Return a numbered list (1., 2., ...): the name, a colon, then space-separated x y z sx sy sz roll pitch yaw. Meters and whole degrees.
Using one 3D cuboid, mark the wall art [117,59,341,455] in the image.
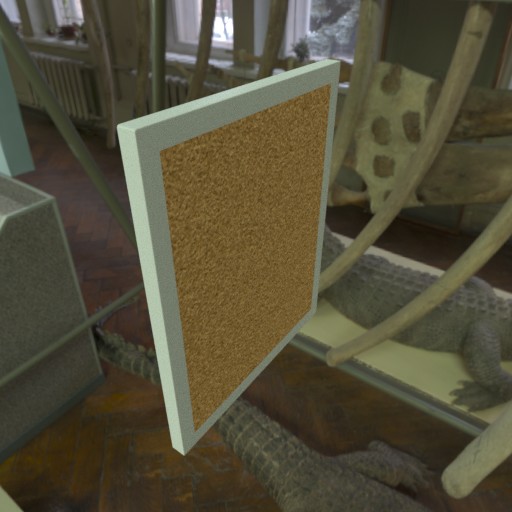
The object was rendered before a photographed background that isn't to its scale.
1. wall art: 0.000 0.000 0.754 0.028 0.556 0.454 22 39 29
